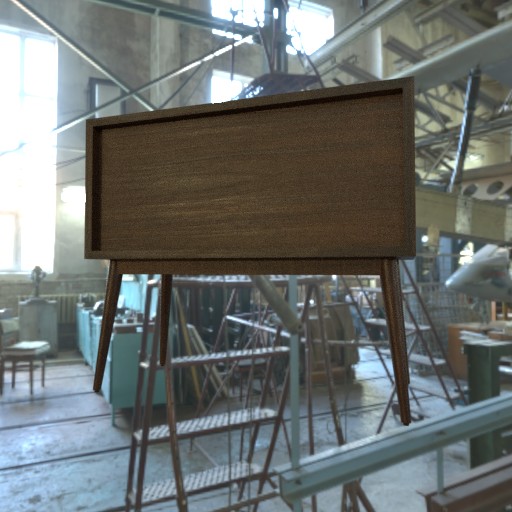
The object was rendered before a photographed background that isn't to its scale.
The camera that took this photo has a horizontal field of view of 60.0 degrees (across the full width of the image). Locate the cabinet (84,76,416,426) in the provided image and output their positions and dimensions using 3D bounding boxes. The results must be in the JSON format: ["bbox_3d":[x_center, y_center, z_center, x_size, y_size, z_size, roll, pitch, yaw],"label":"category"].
[{"bbox_3d":[0.000,0.000,1.104,0.743,0.654,0.354,-1,-2,19],"label":"cabinet"}]
